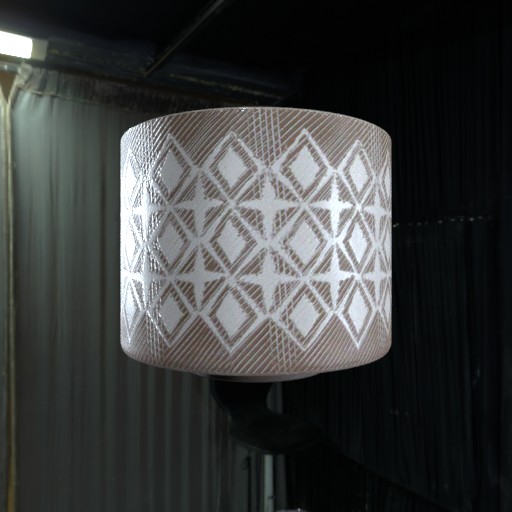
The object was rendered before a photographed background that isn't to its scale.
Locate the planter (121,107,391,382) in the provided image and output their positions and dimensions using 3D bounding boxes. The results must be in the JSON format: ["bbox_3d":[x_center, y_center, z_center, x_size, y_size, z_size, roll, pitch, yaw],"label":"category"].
[{"bbox_3d":[0.000,0.000,0.217,0.126,0.104,0.126,0,0,0],"label":"planter"}]
